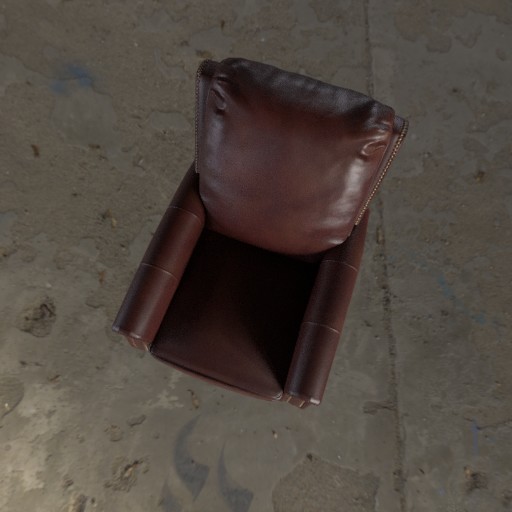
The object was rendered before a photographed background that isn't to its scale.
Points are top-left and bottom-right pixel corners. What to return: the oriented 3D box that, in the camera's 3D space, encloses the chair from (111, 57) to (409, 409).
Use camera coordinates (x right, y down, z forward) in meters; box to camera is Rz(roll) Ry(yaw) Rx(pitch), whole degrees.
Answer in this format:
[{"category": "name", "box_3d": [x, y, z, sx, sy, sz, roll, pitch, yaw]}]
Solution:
[{"category": "chair", "box_3d": [0.000, 0.000, 1.806, 0.826, 1.022, 1.089, 19, 77, 5]}]
